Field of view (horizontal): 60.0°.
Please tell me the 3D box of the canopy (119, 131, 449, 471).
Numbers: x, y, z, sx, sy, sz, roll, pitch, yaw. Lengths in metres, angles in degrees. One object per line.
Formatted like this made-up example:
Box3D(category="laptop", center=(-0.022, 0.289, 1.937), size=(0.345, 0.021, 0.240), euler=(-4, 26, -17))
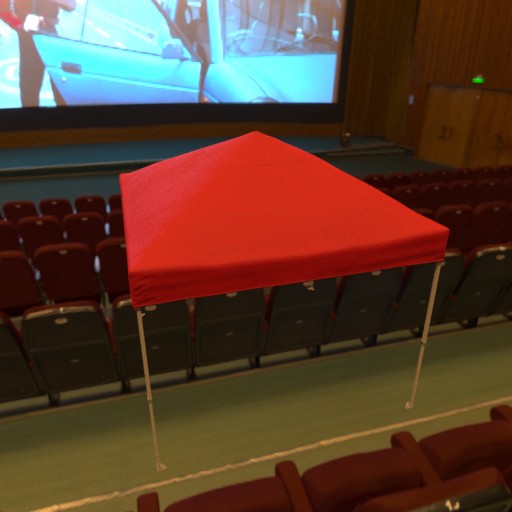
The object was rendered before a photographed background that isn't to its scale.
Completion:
Box3D(category="canopy", center=(0.000, 0.000, 5.441), size=(2.996, 2.997, 2.998), euler=(-8, 27, -15))
